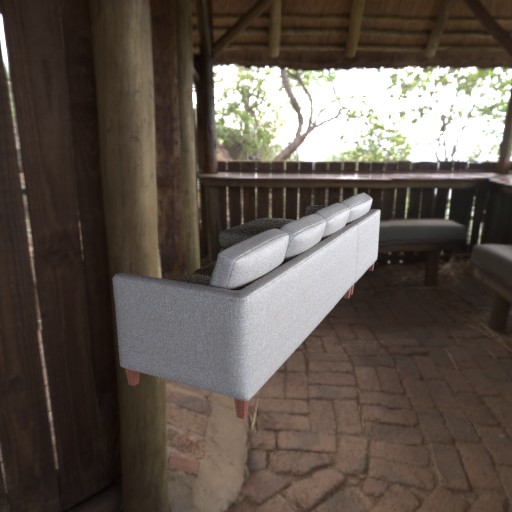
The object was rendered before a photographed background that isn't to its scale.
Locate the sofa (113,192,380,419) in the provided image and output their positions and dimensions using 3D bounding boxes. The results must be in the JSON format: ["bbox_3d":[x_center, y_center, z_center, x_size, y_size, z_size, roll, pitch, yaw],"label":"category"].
[{"bbox_3d":[0.000,0.000,3.839,1.502,0.876,3.201,7,16,26],"label":"sofa"}]
